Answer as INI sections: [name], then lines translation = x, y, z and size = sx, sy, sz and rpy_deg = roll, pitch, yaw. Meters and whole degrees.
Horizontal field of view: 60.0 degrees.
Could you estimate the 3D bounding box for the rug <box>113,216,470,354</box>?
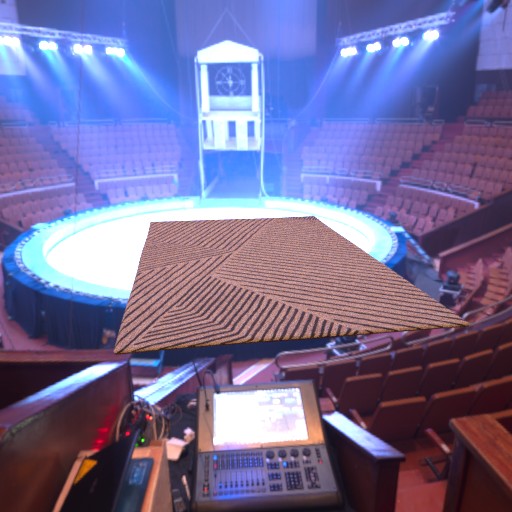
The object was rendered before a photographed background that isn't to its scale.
[rug]
translation = 0.000, 0.000, 2.985
size = 1.539, 0.023, 2.406
rpy_deg = -3, 17, -9
